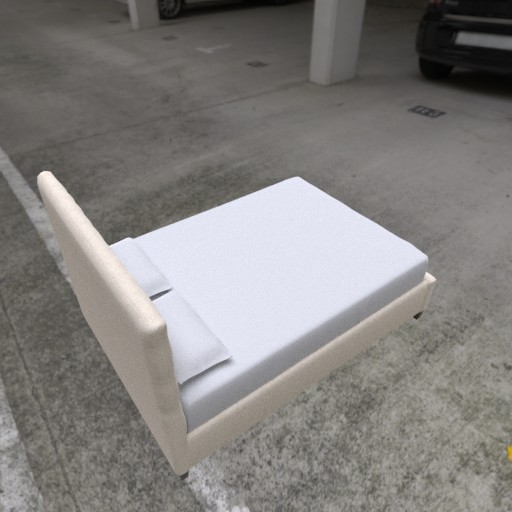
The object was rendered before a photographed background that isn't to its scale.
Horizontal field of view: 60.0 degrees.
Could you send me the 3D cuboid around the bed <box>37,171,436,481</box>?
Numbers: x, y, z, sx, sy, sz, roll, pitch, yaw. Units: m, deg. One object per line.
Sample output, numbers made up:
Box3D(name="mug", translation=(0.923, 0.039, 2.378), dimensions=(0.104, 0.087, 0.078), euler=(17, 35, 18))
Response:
Box3D(name="bed", translation=(0.000, 0.000, 3.357), dimensions=(2.387, 1.427, 1.698), euler=(-25, 45, -27))
